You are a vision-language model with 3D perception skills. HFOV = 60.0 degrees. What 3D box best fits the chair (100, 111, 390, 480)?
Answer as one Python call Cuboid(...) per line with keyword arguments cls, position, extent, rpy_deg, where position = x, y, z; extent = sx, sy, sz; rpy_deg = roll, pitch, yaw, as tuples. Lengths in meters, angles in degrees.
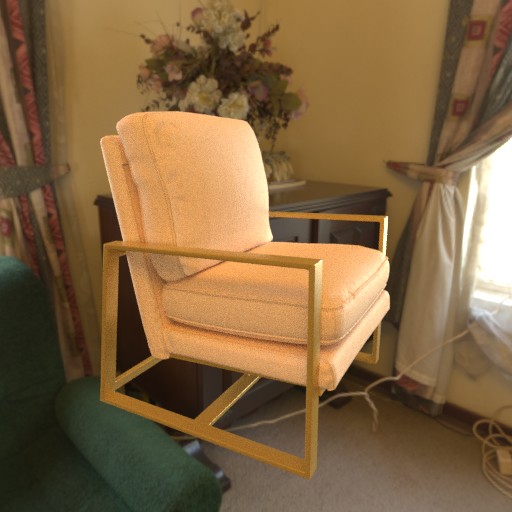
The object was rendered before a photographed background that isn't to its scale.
Cuboid(cls="chair", position=(0.000, 0.000, 1.536), extent=(0.813, 0.956, 0.758), rpy_deg=(8, 17, 28))
